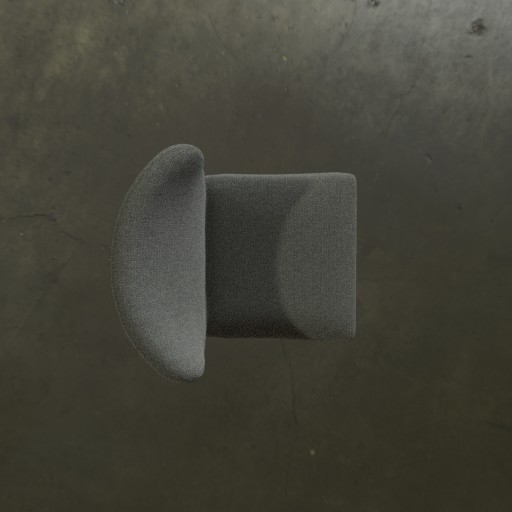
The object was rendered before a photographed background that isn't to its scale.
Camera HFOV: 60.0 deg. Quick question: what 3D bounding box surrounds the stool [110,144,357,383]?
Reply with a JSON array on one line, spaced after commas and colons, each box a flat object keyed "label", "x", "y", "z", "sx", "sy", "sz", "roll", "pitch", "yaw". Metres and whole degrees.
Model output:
[{"label": "stool", "x": 0.000, "y": 0.000, "z": 1.375, "sx": 0.568, "sy": 1.069, "sz": 0.486, "roll": 0, "pitch": 92, "yaw": 0}]
